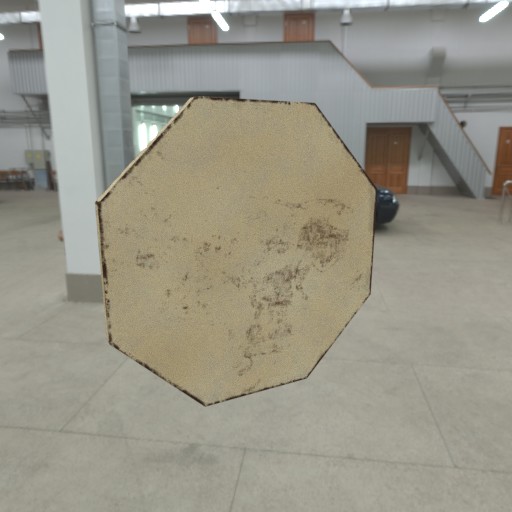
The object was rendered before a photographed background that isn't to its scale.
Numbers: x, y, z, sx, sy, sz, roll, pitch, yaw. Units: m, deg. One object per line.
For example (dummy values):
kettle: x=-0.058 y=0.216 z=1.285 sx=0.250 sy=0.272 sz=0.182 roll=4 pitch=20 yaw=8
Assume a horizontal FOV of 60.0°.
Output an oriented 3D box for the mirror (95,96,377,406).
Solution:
mirror: x=0.000 y=0.000 z=0.972 sx=0.648 sy=0.648 sz=0.031 roll=-7 pitch=15 yaw=-27
